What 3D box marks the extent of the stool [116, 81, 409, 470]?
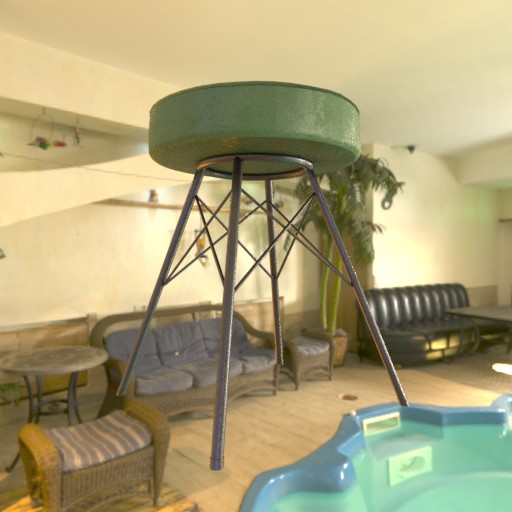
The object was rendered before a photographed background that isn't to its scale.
[{"bbox_3d":[0.000,0.000,0.921,0.457,0.595,0.430,0,1,-36],"label":"stool"}]
